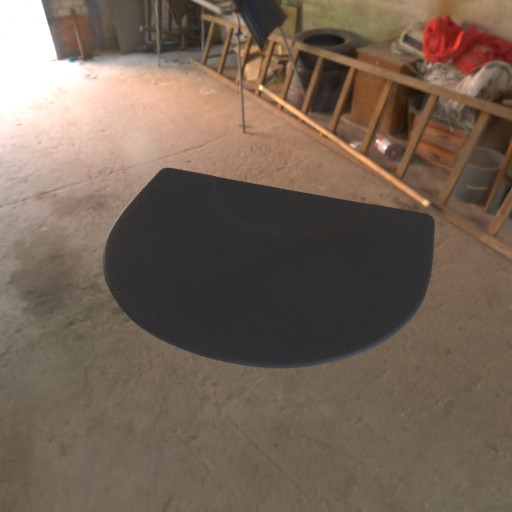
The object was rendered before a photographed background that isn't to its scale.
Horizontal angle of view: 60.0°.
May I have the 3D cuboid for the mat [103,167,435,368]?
[{"bbox_3d":[0.000,0.000,1.603,1.220,0.016,0.917,12,43,13],"label":"mat"}]
